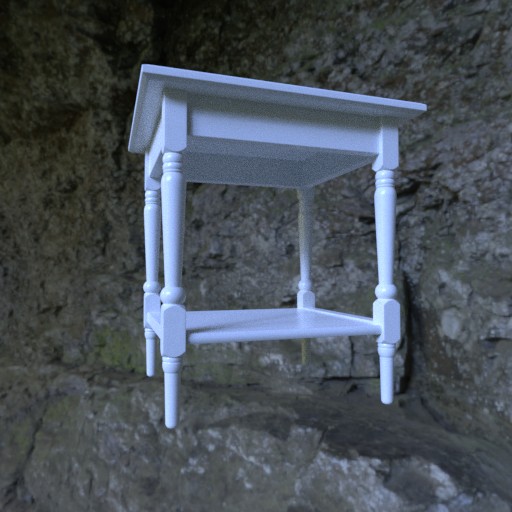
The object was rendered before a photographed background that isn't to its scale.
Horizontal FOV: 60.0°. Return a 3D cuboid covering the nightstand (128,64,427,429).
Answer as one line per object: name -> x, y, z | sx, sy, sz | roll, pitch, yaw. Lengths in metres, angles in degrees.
nightstand -> 0.000, 0.000, 0.938 | 0.505, 0.555, 0.459 | 1, -2, -18
